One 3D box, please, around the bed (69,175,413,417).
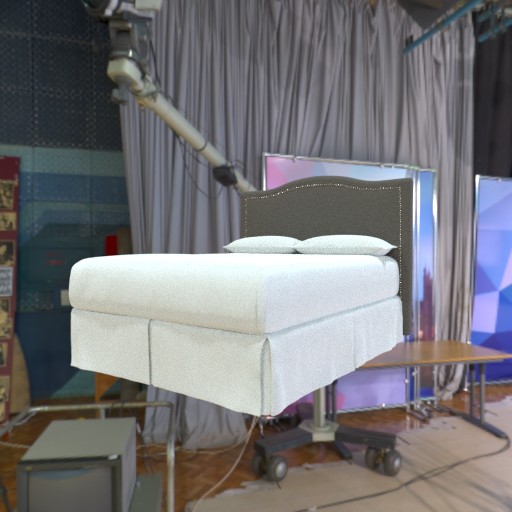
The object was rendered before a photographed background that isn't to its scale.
[{"bbox_3d":[0.000,0.000,3.194,1.666,1.387,2.036,1,2,35],"label":"bed"}]
